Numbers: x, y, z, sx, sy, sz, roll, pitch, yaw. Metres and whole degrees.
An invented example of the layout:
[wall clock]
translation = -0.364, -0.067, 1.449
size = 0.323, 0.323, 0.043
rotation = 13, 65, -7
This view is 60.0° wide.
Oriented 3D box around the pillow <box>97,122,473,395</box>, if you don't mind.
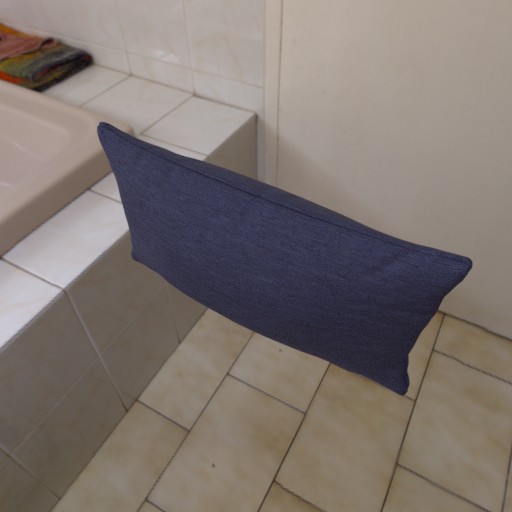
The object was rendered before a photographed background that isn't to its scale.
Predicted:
[pillow]
translation = 0.000, 0.000, 0.776
size = 0.633, 0.338, 0.210
rotation = 24, 51, 21
